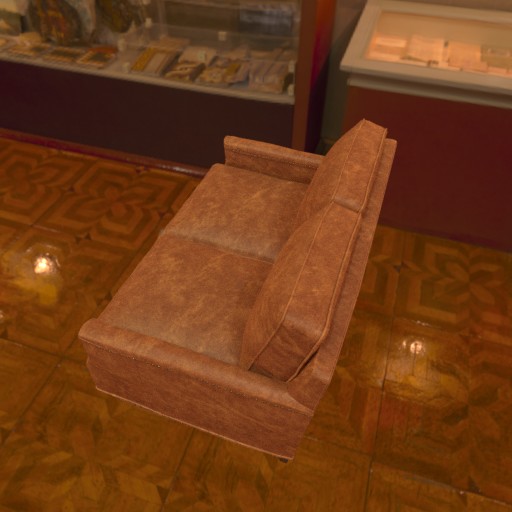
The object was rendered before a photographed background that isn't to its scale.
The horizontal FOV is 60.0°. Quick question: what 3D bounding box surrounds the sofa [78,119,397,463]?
[{"bbox_3d":[0.000,0.000,2.264,1.084,1.003,1.597,15,48,14],"label":"sofa"}]
